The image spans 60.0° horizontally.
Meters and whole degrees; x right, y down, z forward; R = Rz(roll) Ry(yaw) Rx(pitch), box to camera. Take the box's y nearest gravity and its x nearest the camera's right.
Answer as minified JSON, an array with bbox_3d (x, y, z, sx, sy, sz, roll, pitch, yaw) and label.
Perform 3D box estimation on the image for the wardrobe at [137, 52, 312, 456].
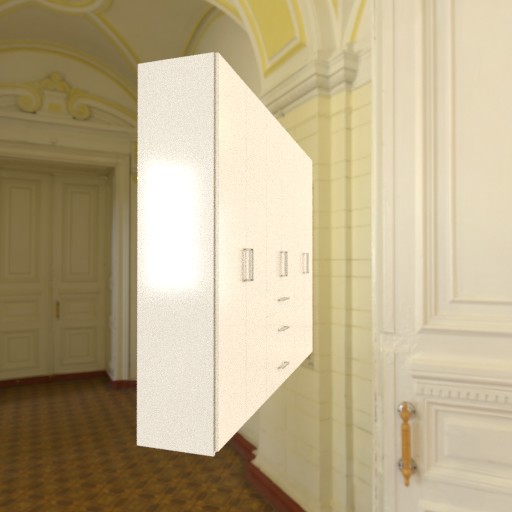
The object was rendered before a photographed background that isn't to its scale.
[{"bbox_3d":[0.000,0.000,4.081,0.580,2.360,3.000,0,-1,18],"label":"wardrobe"}]
